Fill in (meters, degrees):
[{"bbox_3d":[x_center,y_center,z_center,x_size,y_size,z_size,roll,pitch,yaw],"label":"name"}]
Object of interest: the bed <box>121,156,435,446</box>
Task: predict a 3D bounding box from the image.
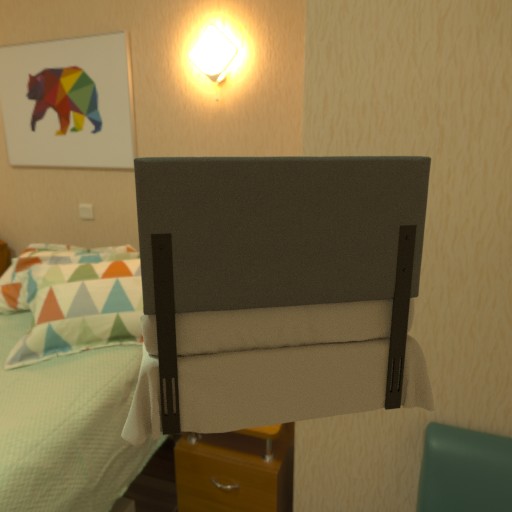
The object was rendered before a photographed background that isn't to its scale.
[{"bbox_3d":[0.000,0.000,3.493,1.936,1.577,2.222,-3,14,-10],"label":"bed"}]
